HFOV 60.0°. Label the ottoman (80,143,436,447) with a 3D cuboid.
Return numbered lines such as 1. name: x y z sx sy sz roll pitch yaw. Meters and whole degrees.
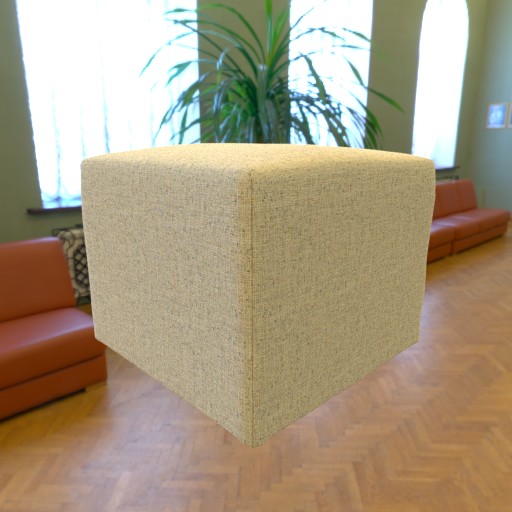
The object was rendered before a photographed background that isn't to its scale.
1. ottoman: 0.000 0.000 0.920 0.512 0.453 0.521 -14 20 -42
